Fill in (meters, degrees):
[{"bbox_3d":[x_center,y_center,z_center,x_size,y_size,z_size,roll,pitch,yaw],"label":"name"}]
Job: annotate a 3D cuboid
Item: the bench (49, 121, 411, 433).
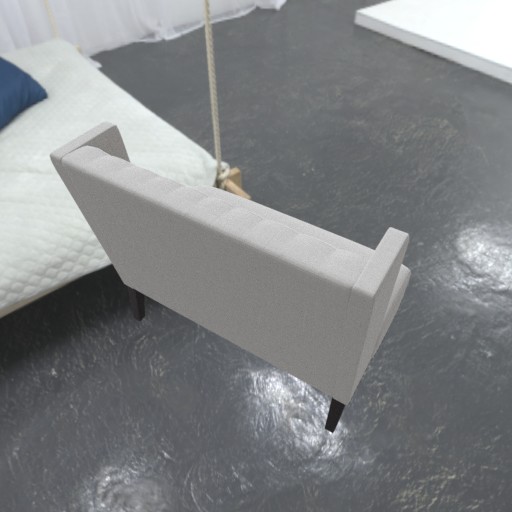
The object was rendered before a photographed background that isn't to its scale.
[{"bbox_3d":[0.000,0.000,2.022,1.280,1.123,0.847,24,51,22],"label":"bench"}]
